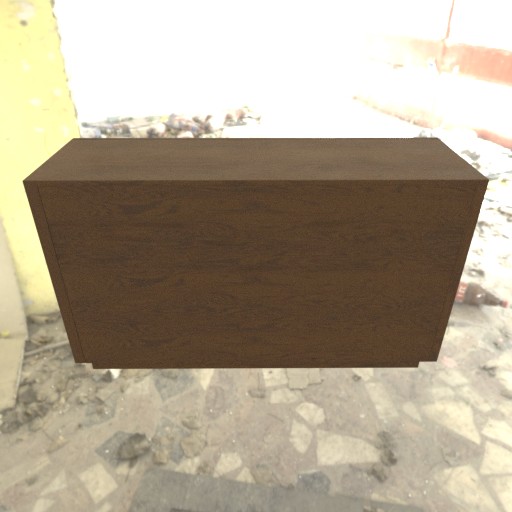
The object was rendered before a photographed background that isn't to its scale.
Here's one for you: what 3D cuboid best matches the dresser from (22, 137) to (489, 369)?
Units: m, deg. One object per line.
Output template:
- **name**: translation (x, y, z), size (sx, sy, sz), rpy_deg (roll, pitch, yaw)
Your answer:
- **dresser**: translation (0.000, 0.000, 1.893), size (1.523, 0.889, 0.512), rpy_deg (0, 31, 0)
